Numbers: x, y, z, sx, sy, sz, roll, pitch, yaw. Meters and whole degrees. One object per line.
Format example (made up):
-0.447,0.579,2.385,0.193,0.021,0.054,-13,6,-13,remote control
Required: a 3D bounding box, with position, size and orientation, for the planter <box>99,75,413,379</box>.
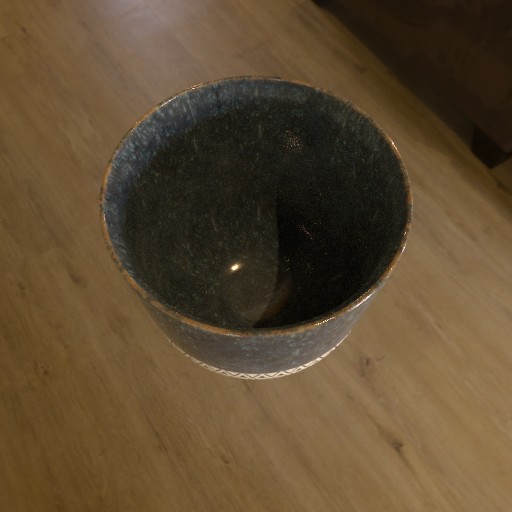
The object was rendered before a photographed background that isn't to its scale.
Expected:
0.000,0.000,0.498,0.266,0.270,0.266,0,63,0,planter
